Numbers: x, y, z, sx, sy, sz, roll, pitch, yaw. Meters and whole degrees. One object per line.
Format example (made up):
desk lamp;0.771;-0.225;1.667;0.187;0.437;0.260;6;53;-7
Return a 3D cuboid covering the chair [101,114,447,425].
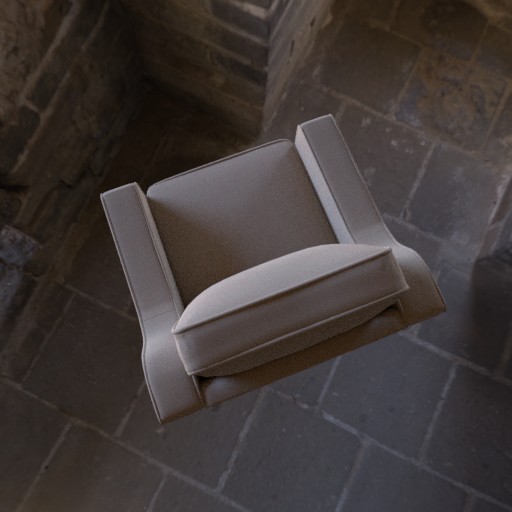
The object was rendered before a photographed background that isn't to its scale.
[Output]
chair;0.000;0.000;1.688;0.922;0.948;0.882;-20;77;-5
